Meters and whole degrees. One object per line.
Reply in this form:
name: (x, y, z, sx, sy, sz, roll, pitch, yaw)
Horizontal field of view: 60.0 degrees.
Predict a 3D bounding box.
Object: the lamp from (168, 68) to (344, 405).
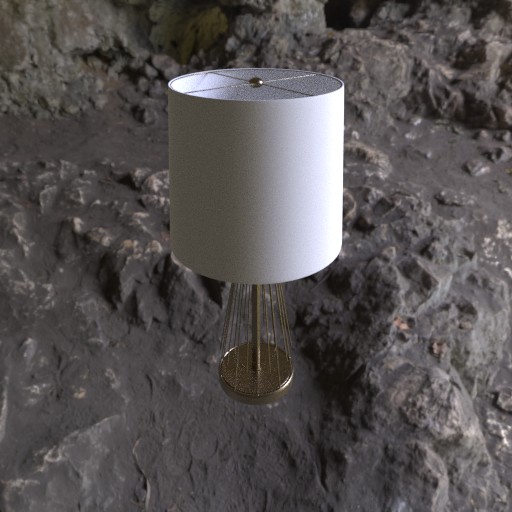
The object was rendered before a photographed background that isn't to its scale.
lamp: (0.000, 0.000, 0.817, 0.303, 0.618, 0.303, 0, 31, 0)
